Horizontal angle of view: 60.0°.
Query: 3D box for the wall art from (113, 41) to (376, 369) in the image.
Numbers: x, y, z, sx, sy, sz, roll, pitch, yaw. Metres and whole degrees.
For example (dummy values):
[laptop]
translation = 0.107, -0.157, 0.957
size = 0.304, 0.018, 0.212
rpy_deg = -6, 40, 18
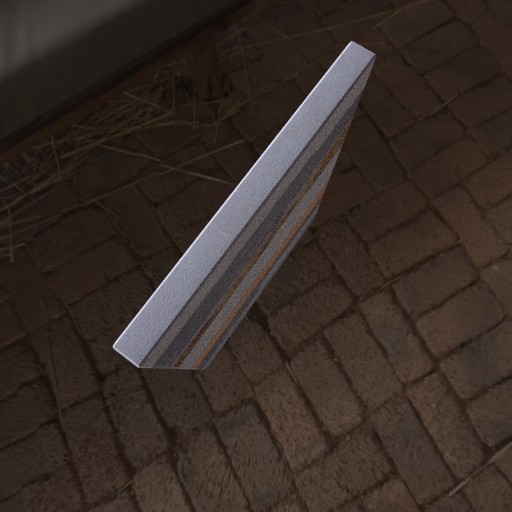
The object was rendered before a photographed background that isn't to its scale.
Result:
[wall art]
translation = 0.000, 0.000, 0.791
size = 0.038, 0.609, 0.456
rpy_deg = 35, 78, 8
